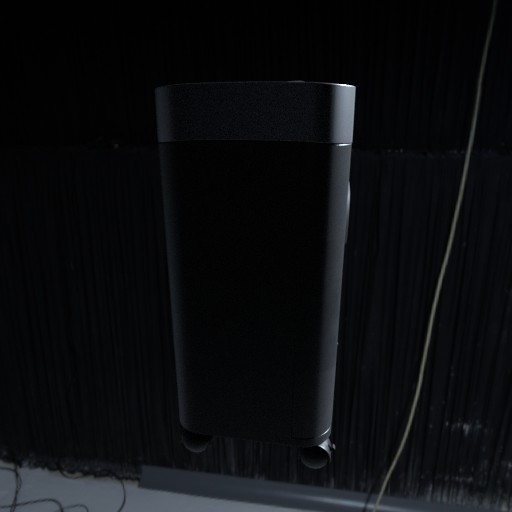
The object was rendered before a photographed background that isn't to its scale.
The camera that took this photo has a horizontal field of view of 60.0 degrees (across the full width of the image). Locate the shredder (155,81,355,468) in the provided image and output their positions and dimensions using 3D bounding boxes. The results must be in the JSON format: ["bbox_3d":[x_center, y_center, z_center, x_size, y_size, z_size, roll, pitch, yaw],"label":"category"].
[{"bbox_3d":[0.000,0.000,0.602,0.237,0.419,0.311,3,17,10],"label":"shredder"}]
